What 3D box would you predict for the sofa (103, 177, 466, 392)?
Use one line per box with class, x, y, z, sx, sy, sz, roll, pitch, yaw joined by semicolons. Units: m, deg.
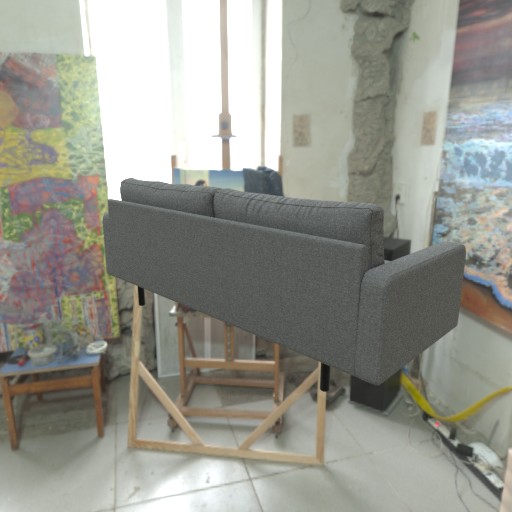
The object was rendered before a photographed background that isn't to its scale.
sofa;0.000;0.000;2.736;2.200;0.880;0.880;14;20;42
